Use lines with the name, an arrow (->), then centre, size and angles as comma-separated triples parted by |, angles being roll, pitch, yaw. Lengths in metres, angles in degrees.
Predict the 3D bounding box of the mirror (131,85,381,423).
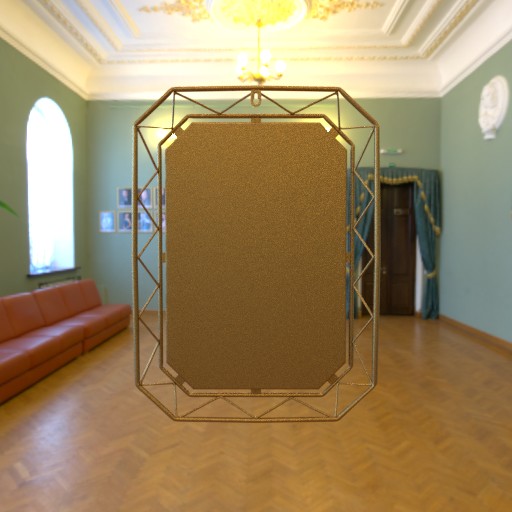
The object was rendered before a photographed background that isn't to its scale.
mirror -> 0.000, 0.000, 0.759 | 0.417, 0.566, 0.042 | 0, 2, 0
